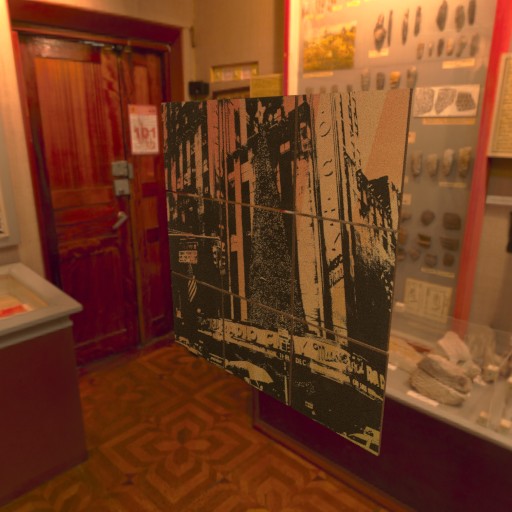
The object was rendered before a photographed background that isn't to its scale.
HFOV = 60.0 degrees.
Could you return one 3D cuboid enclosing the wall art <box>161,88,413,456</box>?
[{"bbox_3d":[0.000,0.000,1.360,0.919,0.917,0.010,16,23,43],"label":"wall art"}]
